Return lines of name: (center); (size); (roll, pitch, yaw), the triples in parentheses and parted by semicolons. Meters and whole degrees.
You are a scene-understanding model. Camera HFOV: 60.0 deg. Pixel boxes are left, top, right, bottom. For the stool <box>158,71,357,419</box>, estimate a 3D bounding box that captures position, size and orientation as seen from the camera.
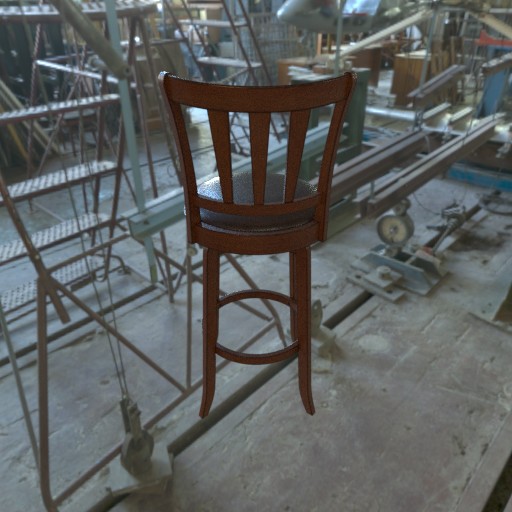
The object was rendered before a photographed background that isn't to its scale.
stool: (0.000, 0.000, 1.462); (0.464, 1.177, 0.503); (-1, 30, -2)
